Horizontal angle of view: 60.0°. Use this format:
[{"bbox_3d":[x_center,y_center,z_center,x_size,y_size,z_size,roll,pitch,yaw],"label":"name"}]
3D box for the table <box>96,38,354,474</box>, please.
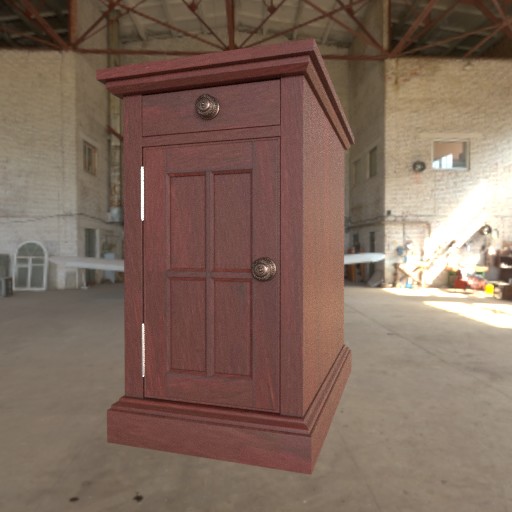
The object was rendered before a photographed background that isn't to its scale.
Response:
[{"bbox_3d":[0.000,0.000,0.947,0.356,0.612,0.584,0,1,18],"label":"table"}]
